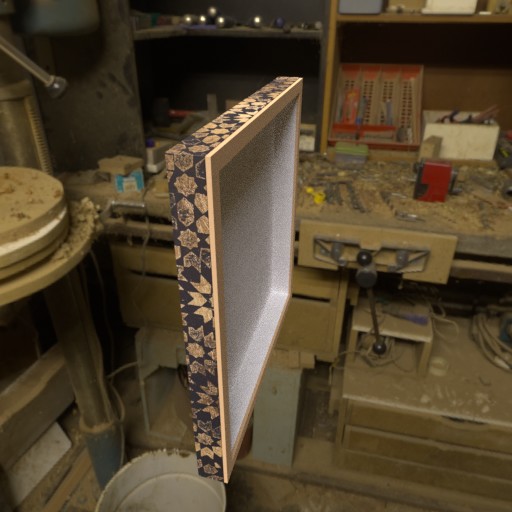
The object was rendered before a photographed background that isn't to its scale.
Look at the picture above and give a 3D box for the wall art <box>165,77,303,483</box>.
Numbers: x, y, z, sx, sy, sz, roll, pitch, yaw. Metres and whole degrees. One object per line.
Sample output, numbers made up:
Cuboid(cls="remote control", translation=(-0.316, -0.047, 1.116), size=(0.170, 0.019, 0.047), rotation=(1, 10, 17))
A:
Cuboid(cls="wall art", translation=(0.000, 0.000, 0.609), size=(0.038, 0.405, 0.405), rotation=(8, 31, 13))
